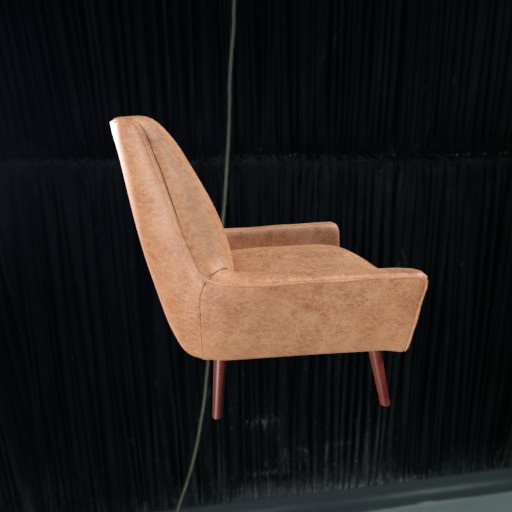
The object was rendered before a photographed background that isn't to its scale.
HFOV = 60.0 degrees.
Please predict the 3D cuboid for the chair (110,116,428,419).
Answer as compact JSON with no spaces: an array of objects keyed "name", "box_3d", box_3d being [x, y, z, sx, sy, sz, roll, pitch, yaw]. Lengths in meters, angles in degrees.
[{"name":"chair","box_3d":[0.000,0.000,1.479,0.851,0.883,0.753,-3,16,-10]}]
